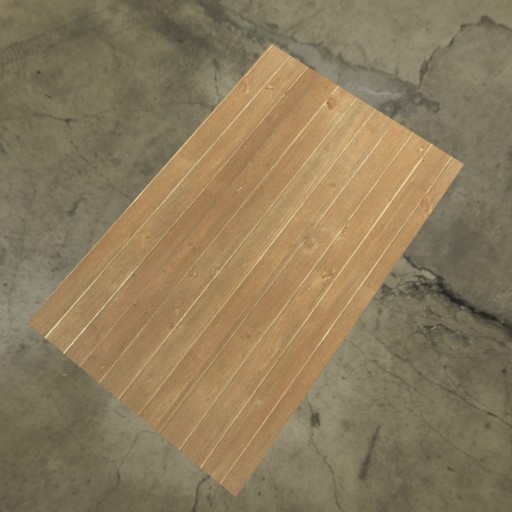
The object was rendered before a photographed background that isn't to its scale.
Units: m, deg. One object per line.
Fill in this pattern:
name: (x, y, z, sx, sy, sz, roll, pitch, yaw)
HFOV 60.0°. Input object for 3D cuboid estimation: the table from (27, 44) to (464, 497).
table: (0.000, 0.000, 1.662, 0.827, 0.413, 1.299, 36, 78, 9)
